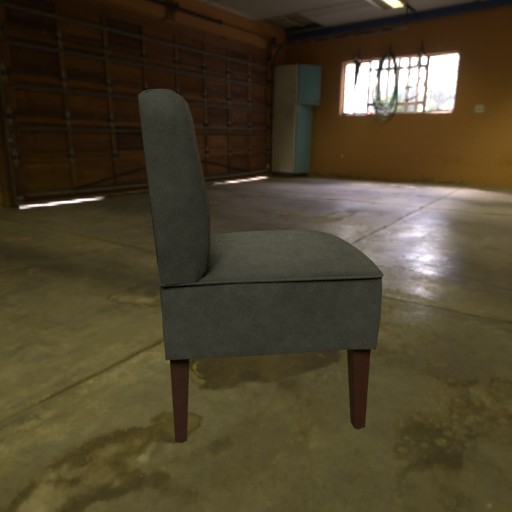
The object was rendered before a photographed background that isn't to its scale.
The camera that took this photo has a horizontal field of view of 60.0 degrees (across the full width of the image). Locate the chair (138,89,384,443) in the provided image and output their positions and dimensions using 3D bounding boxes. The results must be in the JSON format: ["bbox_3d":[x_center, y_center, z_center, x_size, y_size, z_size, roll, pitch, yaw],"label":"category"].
[{"bbox_3d":[0.000,0.000,1.190,0.554,0.806,0.521,-3,15,-10],"label":"chair"}]
